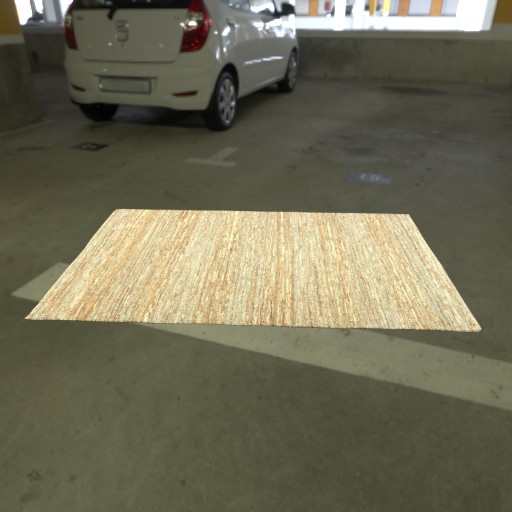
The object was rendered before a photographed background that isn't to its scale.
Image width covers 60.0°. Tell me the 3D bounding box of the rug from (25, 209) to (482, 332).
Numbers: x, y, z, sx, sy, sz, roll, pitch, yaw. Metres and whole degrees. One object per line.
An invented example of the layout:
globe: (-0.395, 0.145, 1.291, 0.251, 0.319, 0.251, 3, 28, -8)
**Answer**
rug: (0.000, 0.000, 3.022, 2.446, 0.009, 1.529, 1, 29, 2)
